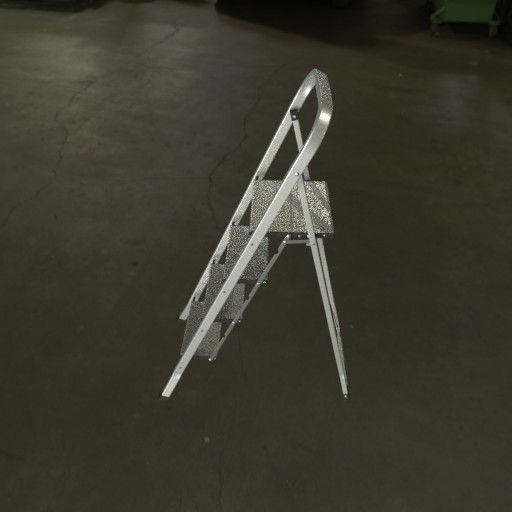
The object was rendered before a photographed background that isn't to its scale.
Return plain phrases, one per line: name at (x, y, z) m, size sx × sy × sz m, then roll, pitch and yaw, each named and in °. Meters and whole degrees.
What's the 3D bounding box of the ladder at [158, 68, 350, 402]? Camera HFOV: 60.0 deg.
ladder at (0.000, 0.000, 1.660) m, size 0.830 × 1.290 × 0.465 m, roll 2°, pitch 41°, yaw 2°
